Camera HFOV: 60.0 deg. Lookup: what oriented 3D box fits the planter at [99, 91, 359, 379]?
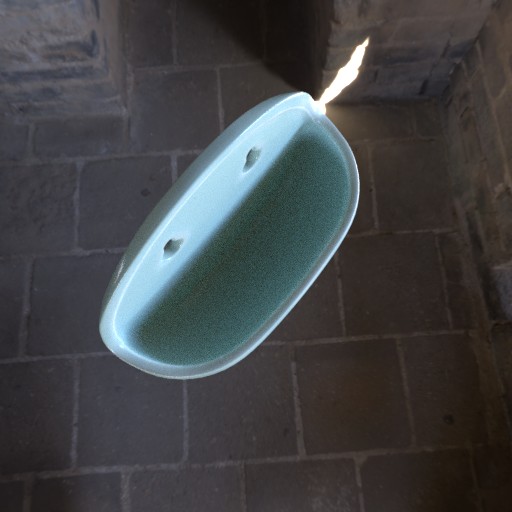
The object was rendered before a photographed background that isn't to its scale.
[{"bbox_3d":[0.000,0.000,0.266,0.073,0.164,0.189,39,80,8],"label":"planter"}]
